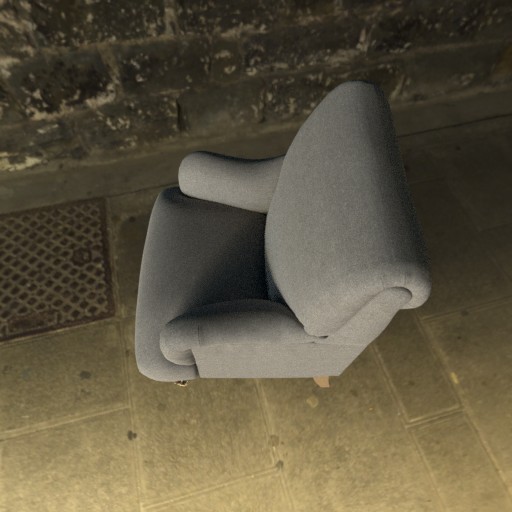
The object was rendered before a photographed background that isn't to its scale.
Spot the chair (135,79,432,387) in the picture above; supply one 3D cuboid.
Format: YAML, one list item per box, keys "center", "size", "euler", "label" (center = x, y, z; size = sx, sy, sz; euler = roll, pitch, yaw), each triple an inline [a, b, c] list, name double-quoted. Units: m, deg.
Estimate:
- center: [0.000, 0.000, 1.554]
  size: [0.843, 0.942, 0.766]
  euler: [-1, 57, 0]
  label: "chair"
